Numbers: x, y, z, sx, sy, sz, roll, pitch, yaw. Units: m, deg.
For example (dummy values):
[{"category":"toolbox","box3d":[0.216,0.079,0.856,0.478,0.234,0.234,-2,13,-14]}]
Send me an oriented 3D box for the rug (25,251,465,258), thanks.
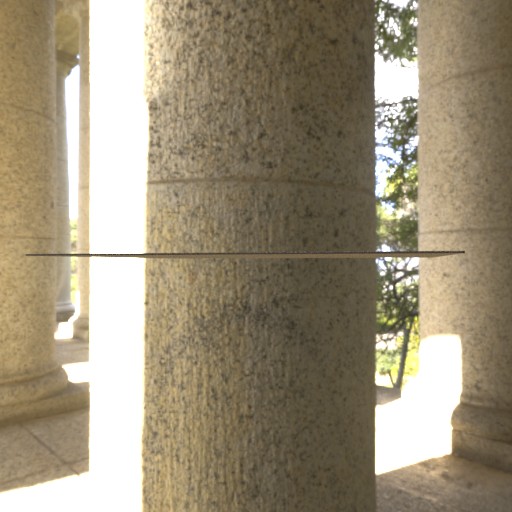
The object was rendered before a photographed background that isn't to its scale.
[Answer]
[{"category":"rug","box3d":[0.000,0.000,2.262,1.783,0.008,1.175,0,-1,17]}]
